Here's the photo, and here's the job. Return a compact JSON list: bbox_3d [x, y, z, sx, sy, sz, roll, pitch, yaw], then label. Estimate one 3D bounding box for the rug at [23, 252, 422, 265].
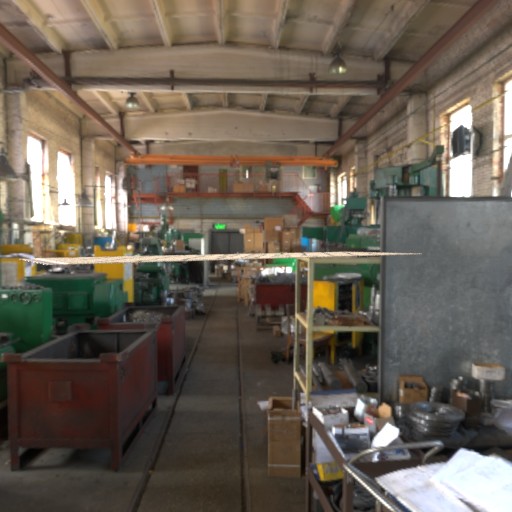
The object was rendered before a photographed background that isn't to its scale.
[{"bbox_3d":[0.000,0.000,2.685,2.464,0.005,0.660,-1,2,-36],"label":"rug"}]
